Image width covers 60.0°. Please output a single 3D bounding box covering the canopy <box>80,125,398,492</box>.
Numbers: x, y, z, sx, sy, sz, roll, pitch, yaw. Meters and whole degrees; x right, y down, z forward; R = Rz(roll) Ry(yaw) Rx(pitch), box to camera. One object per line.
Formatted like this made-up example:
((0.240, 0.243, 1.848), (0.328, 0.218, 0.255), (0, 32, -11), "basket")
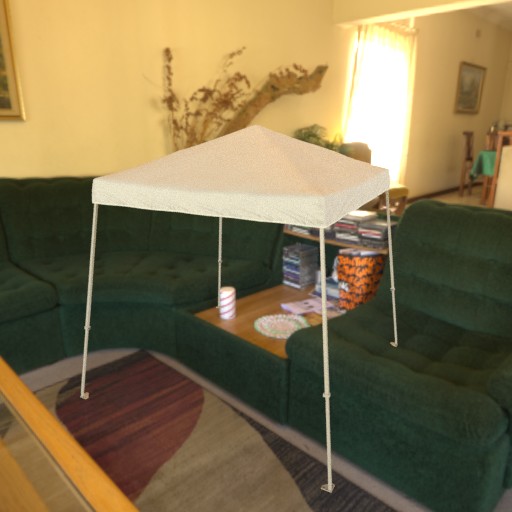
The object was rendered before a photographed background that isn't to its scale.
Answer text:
((0.000, 0.000, 6.338), (3.599, 3.600, 3.600), (8, 19, 26), "canopy")
